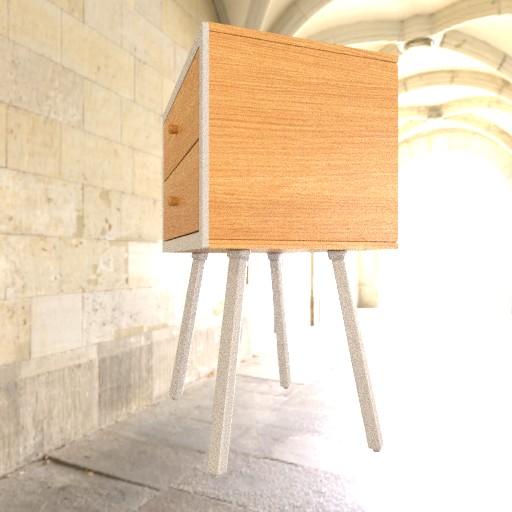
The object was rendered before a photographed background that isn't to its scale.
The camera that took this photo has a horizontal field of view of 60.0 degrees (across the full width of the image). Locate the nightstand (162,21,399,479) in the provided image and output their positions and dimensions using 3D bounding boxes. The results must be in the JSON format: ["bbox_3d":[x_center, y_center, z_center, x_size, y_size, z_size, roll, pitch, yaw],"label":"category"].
[{"bbox_3d":[0.000,0.000,0.802,0.316,0.601,0.400,0,-1,-19],"label":"nightstand"}]
